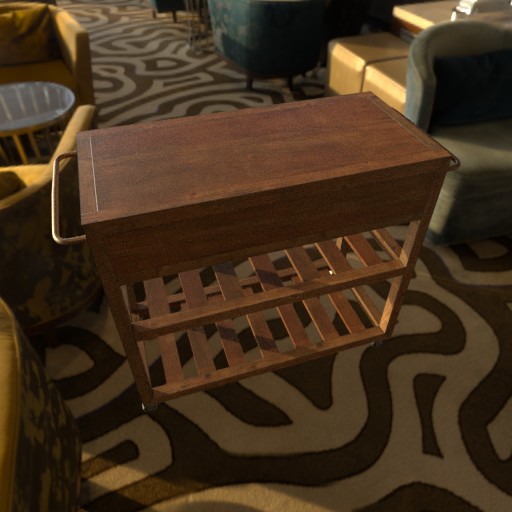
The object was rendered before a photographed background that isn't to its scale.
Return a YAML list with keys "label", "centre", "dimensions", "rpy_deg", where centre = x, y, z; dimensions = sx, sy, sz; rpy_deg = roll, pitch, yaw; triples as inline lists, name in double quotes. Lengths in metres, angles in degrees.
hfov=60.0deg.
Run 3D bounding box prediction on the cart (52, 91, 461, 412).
- label: "cart"
  centre: [0.000, 0.000, 1.467]
  dimensions: [1.065, 0.830, 0.445]
  rpy_deg: [-12, 44, -13]
